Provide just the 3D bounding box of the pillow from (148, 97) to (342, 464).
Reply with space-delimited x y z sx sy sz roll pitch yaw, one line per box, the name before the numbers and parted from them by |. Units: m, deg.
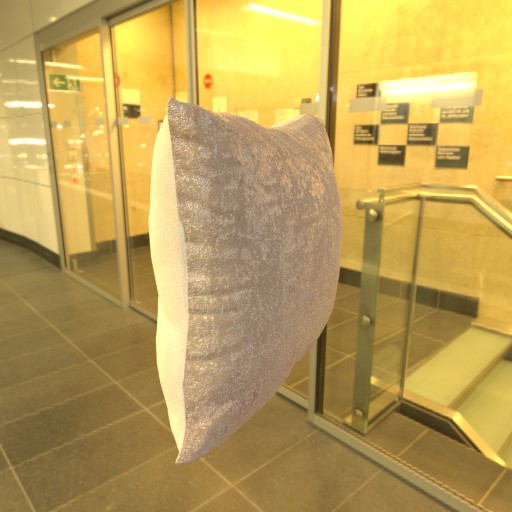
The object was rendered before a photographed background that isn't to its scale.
pillow | 0.000 0.000 0.703 0.245 0.448 0.450 8 17 27
